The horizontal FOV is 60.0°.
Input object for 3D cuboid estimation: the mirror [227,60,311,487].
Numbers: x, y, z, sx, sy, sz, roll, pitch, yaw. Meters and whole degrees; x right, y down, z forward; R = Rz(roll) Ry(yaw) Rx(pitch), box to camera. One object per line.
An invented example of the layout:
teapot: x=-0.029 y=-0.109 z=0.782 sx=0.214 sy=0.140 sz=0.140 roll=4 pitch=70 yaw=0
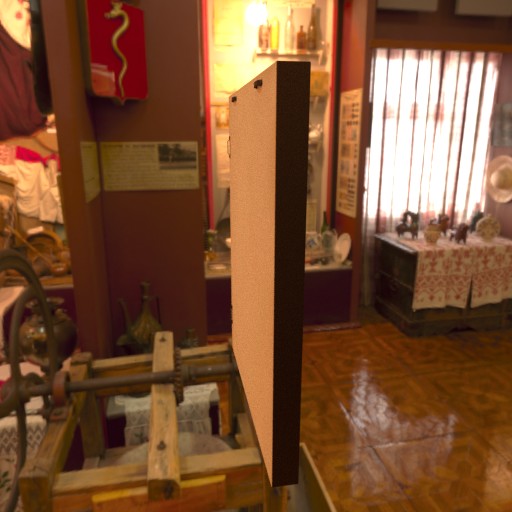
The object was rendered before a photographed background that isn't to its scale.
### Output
mirror: x=0.000 y=0.000 z=0.700 sx=0.041 sy=0.509 sz=0.406 roll=-3 pitch=15 yaw=-10
